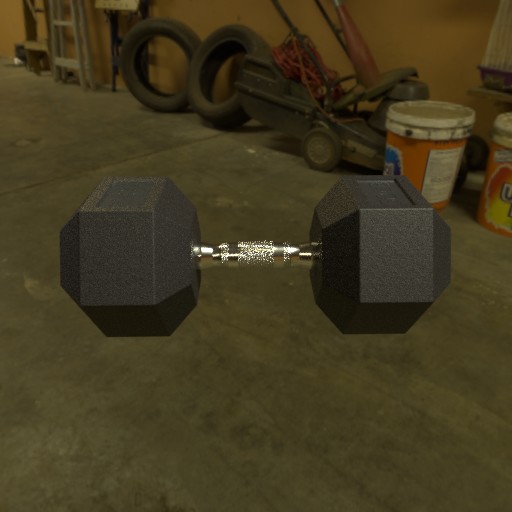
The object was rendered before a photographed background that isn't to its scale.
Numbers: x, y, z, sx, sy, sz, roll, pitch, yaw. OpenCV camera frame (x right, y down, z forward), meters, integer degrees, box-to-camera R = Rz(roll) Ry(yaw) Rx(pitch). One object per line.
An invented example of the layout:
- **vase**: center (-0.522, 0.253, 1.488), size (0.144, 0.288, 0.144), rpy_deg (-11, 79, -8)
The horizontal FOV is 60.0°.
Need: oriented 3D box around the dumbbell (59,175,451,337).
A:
- **dumbbell**: center (0.000, 0.000, 0.480), size (0.384, 0.150, 0.173), rpy_deg (-1, 31, -1)
